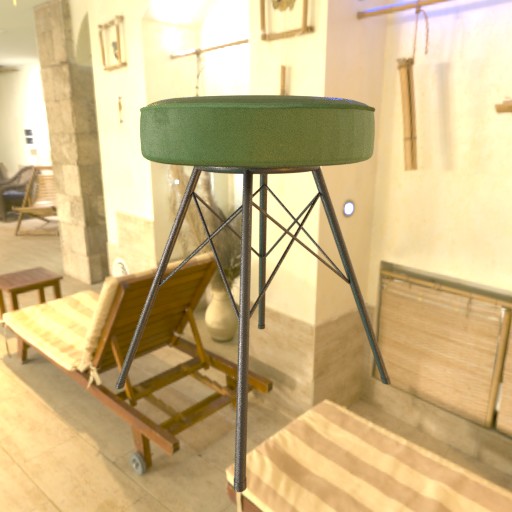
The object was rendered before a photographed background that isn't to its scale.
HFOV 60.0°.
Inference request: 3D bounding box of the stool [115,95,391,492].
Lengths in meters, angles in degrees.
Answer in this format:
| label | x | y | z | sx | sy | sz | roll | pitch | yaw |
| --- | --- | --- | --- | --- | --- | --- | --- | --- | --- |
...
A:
| label | x | y | z | sx | sy | sz | roll | pitch | yaw |
| --- | --- | --- | --- | --- | --- | --- | --- | --- | --- |
| stool | 0.000 | 0.000 | 0.896 | 0.457 | 0.595 | 0.430 | -15 | 21 | -42 |
